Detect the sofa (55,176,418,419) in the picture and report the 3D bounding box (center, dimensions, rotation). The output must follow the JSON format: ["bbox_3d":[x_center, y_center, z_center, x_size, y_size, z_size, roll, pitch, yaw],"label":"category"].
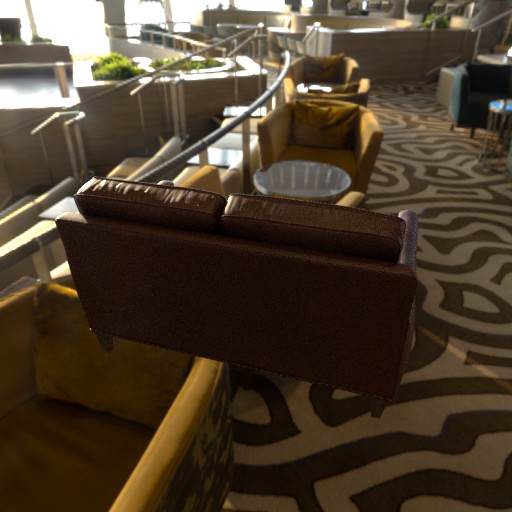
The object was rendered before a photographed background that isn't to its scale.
[{"bbox_3d":[0.000,0.000,2.331,1.628,1.003,1.083,9,33,15],"label":"sofa"}]
